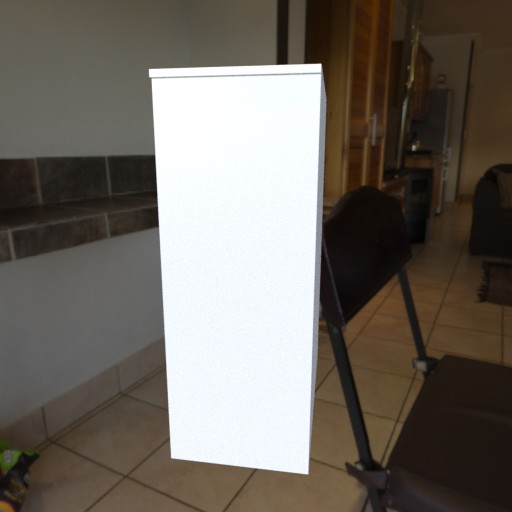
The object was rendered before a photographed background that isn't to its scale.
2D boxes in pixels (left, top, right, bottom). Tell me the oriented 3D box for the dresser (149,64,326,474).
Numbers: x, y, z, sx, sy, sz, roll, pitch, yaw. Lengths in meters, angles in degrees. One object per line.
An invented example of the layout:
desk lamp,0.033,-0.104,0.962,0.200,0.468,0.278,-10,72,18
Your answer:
dresser,0.000,0.000,1.428,0.401,1.021,0.704,2,14,9
